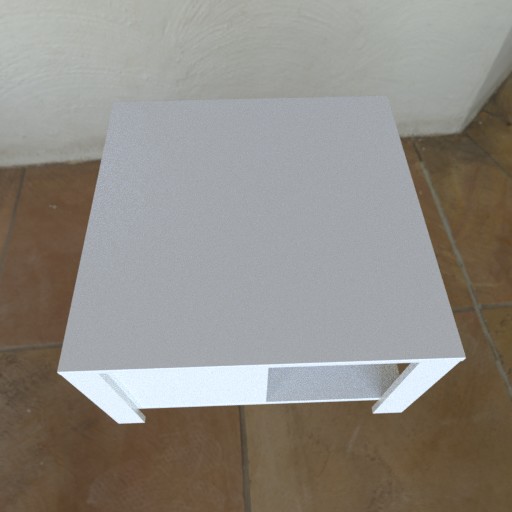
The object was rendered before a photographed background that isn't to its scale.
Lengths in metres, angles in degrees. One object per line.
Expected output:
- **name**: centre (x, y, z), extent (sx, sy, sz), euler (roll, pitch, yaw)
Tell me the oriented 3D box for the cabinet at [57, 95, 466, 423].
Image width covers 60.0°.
- **cabinet**: centre (0.000, 0.000, 1.274), extent (0.800, 0.460, 0.800), euler (-2, 57, -1)
